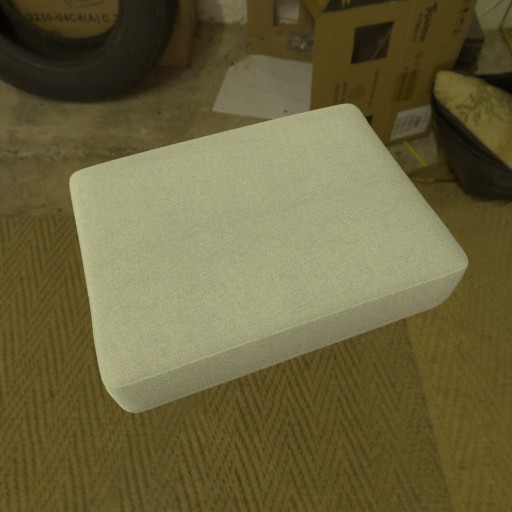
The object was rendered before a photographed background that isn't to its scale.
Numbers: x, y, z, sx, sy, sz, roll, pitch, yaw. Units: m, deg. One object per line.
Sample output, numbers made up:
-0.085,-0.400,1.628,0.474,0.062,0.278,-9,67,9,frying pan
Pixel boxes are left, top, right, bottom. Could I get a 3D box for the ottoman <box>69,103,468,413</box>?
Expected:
0.000,0.000,1.076,0.749,0.428,0.549,-17,59,-11,ottoman
